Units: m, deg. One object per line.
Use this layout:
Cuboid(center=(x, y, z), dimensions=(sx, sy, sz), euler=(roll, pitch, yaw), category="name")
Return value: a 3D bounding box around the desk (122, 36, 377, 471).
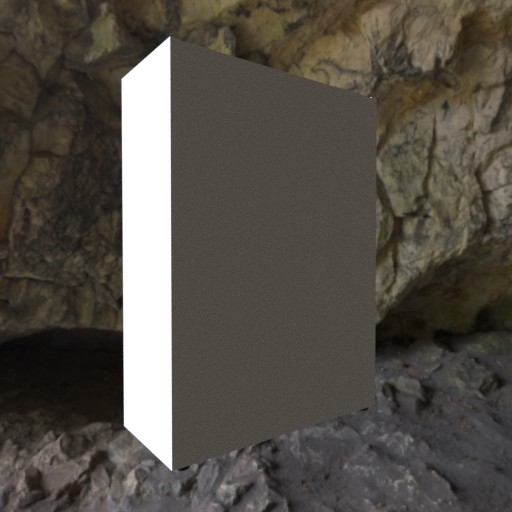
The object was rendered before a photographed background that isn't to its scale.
Cuboid(center=(0.000, 0.000, 1.602), dimensions=(0.850, 1.190, 0.390), euler=(-1, 2, -36), category="desk")
